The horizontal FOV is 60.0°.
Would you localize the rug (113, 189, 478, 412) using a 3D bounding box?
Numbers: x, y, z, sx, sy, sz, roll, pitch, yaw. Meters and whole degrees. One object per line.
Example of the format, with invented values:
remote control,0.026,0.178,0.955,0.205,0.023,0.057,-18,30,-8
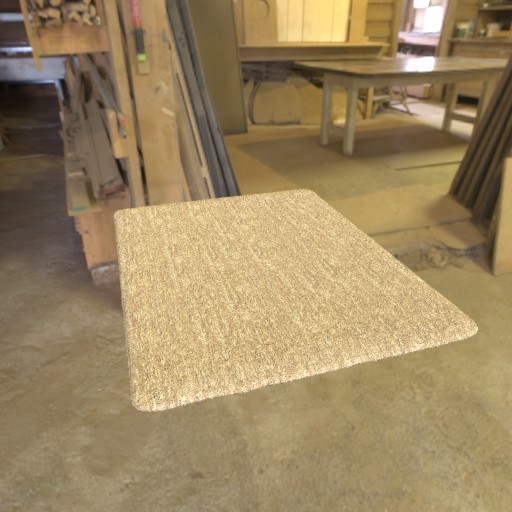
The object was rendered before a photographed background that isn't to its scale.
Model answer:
rug,0.000,0.000,3.750,2.242,0.050,2.873,-9,29,-16
